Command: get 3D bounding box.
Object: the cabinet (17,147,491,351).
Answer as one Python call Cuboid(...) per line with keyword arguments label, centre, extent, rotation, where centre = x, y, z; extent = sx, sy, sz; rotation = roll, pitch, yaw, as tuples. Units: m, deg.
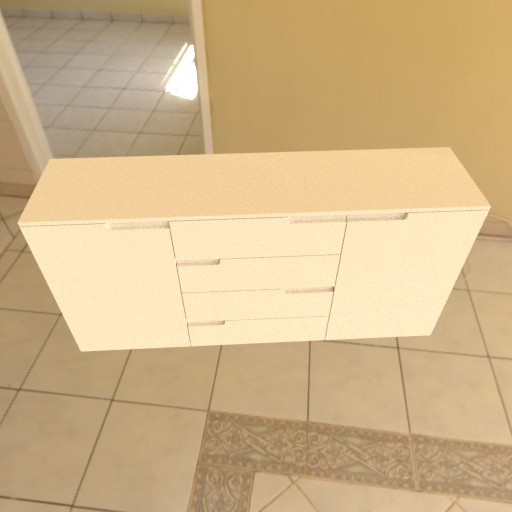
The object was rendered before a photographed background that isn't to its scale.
Cuboid(label="cabinet", centre=(0.000, 0.000, 1.965), extent=(1.650, 0.800, 0.400), rotation=(-2, 45, -2))
